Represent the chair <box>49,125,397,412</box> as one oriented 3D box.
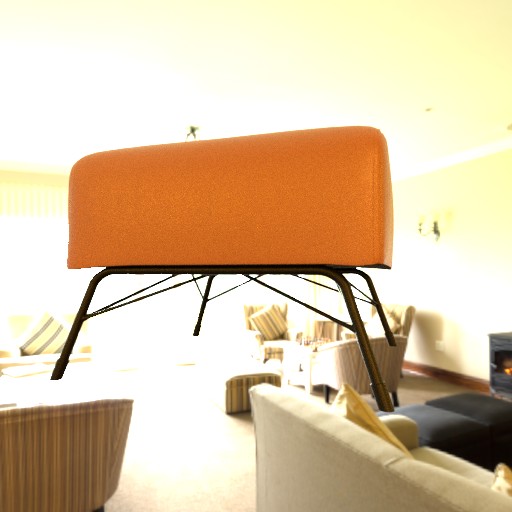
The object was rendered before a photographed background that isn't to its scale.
[{"bbox_3d":[0.000,0.000,0.884,0.530,0.410,0.530,-1,-2,18],"label":"chair"}]
